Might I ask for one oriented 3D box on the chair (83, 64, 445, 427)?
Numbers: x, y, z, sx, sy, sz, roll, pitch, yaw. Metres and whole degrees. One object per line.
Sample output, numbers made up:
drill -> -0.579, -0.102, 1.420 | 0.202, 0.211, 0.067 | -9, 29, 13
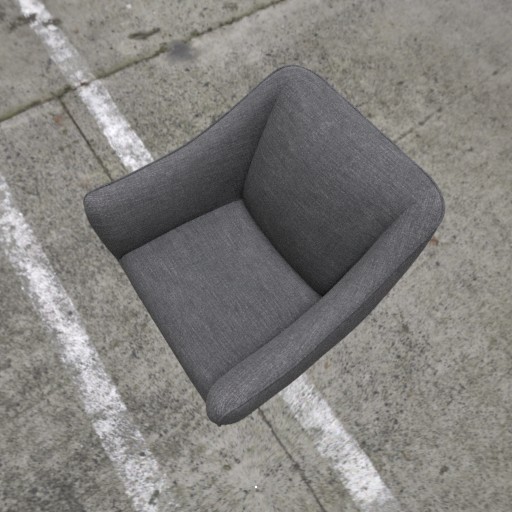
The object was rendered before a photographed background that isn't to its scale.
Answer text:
chair -> 0.000, 0.000, 1.569 | 0.851, 0.829, 0.870 | -32, 67, -15
